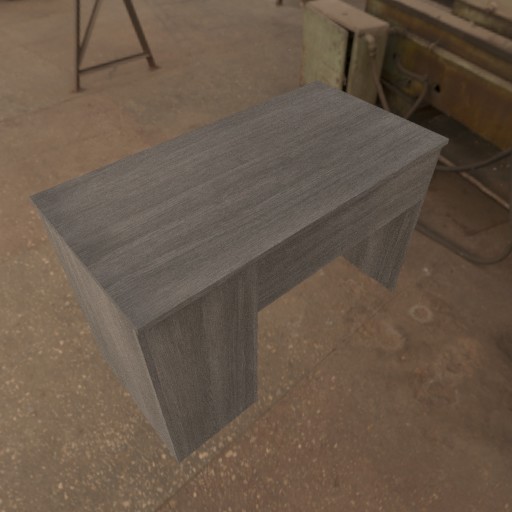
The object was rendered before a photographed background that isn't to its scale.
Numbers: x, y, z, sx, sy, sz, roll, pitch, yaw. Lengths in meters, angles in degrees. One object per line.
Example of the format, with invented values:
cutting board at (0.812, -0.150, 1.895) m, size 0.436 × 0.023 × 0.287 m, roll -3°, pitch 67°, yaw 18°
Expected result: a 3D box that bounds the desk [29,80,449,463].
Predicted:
desk at (0.000, 0.000, 1.529) m, size 1.097 × 0.735 × 0.560 m, roll -31°, pitch 53°, yaw -27°
